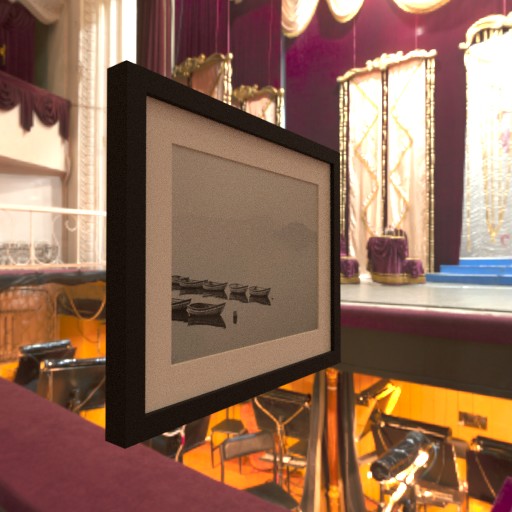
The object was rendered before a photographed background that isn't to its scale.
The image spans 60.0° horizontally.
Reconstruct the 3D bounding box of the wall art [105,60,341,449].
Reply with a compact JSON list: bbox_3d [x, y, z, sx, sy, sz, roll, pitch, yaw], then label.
[{"bbox_3d":[0.000,0.000,0.536,0.028,0.325,0.397,-1,-1,37],"label":"wall art"}]
